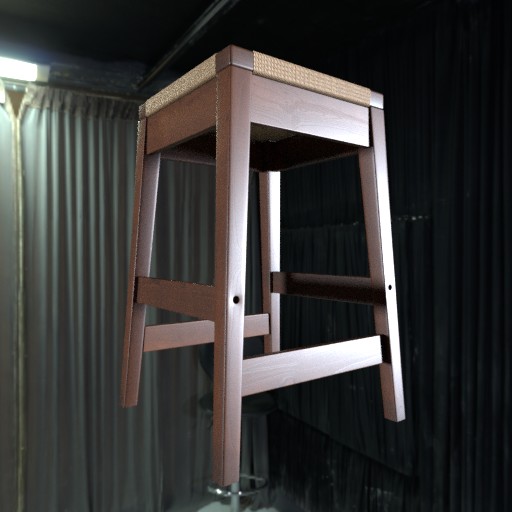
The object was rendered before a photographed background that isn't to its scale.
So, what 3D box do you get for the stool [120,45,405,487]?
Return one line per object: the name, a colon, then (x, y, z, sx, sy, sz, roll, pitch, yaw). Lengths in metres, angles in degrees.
stool: (0.000, 0.000, 1.084, 0.507, 0.762, 0.497, -1, 1, -36)
